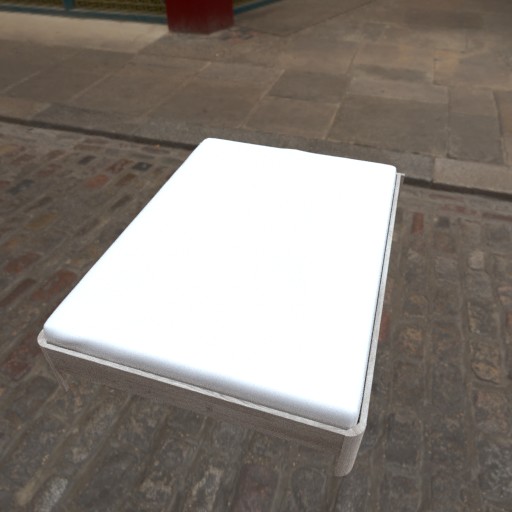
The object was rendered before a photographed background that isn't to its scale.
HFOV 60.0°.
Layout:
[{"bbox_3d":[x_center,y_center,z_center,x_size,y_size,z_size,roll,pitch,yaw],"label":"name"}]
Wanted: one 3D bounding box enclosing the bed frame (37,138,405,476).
[{"bbox_3d":[0.000,0.000,2.543,1.490,0.462,1.950,12,43,13],"label":"bed frame"}]
